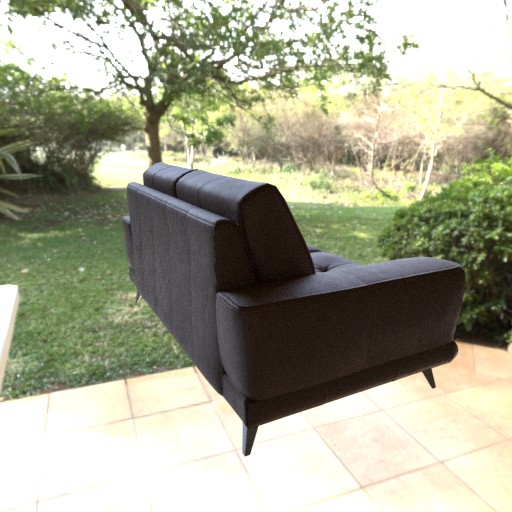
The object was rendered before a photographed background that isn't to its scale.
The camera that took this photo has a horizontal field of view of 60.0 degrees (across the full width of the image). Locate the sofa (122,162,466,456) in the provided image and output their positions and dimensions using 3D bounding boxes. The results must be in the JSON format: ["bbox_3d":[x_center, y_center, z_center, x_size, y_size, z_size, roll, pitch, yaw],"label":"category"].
[{"bbox_3d":[0.000,0.000,2.302,1.018,0.907,1.806,-8,17,-27],"label":"sofa"}]
